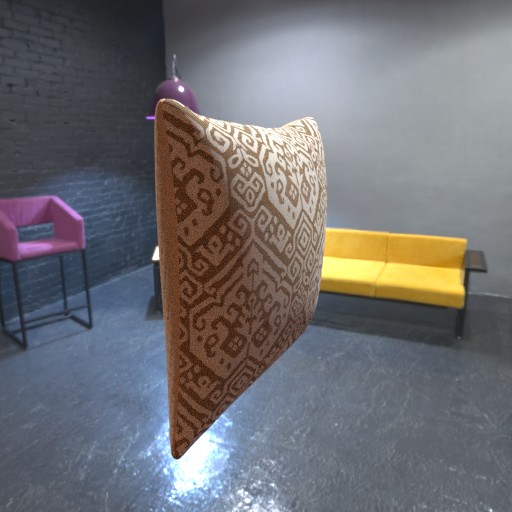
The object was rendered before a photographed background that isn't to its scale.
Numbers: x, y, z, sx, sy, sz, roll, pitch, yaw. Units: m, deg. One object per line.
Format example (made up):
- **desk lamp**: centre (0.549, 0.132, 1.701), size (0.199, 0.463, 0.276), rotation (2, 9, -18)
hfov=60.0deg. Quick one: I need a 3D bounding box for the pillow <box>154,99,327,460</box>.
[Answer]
- **pillow**: centre (0.000, 0.000, 0.650), size (0.173, 0.407, 0.419), rotation (7, 16, 26)
